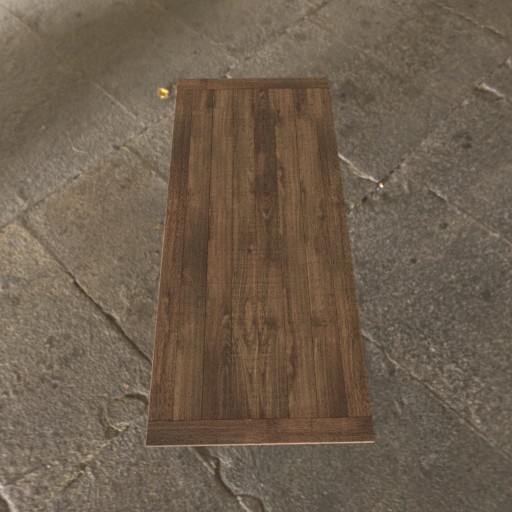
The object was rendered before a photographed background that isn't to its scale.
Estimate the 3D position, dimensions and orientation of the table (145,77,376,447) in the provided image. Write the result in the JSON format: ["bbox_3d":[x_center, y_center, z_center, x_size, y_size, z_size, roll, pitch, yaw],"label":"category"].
[{"bbox_3d":[0.000,0.000,2.530,0.907,0.733,2.031,-1,63,0],"label":"table"}]
